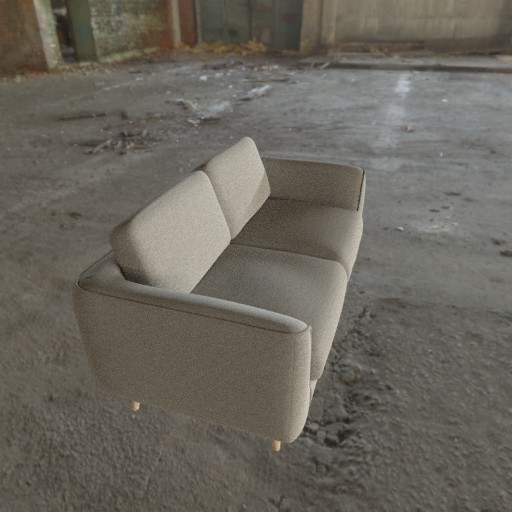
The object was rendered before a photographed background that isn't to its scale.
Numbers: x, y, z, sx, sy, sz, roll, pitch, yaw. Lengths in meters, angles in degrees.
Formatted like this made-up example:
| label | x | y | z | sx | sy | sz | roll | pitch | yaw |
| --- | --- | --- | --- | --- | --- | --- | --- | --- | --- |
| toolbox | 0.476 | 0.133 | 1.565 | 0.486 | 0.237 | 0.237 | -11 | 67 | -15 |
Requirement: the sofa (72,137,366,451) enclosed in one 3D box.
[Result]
| label | x | y | z | sx | sy | sz | roll | pitch | yaw |
| --- | --- | --- | --- | --- | --- | --- | --- | --- | --- |
| sofa | 0.000 | 0.000 | 2.171 | 0.920 | 0.850 | 1.700 | 9 | 31 | 16 |
